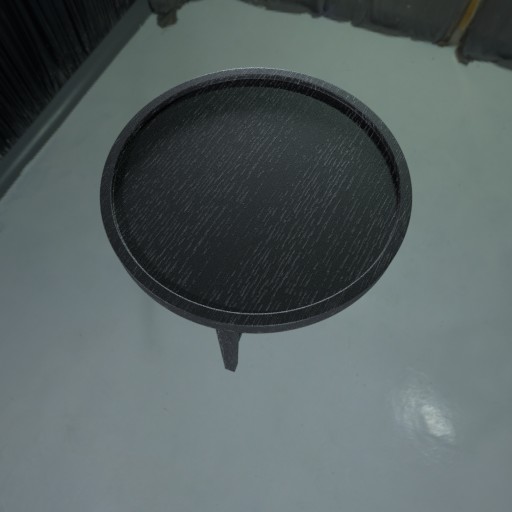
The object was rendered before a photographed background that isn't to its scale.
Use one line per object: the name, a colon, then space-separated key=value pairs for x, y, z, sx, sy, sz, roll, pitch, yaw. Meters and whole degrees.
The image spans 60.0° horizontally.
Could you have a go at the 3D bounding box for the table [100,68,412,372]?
table: x=0.000 y=0.000 z=0.778 sx=0.399 sy=0.460 sz=0.399 roll=0 pitch=64 yaw=0
